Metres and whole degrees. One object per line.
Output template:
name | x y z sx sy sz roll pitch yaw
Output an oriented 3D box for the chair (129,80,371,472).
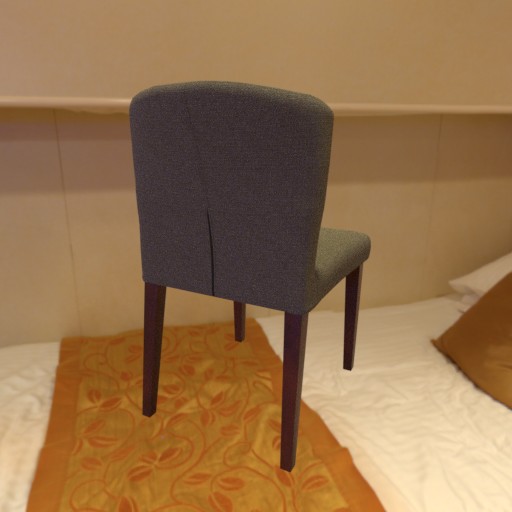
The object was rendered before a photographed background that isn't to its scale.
chair | 0.000 0.000 1.194 0.491 0.839 0.589 9 19 27
